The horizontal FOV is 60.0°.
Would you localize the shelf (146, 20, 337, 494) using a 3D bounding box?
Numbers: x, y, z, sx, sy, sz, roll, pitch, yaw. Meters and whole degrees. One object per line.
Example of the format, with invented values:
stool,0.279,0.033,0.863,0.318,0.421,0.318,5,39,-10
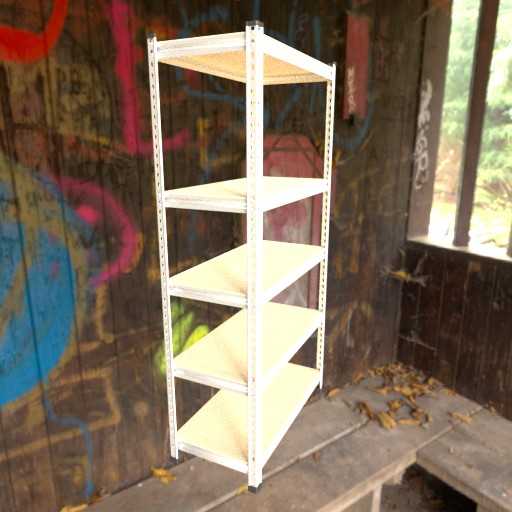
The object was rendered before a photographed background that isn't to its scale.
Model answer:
shelf,0.000,0.000,2.144,0.457,1.829,0.914,7,16,25
